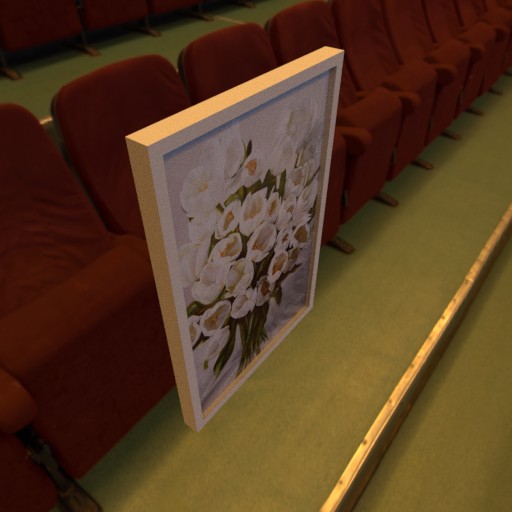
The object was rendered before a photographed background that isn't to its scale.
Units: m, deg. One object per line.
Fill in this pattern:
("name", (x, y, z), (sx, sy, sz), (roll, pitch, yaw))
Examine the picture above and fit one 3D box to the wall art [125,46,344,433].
("wall art", (0.000, 0.000, 0.560), (0.025, 0.428, 0.293), (27, 48, 28))
